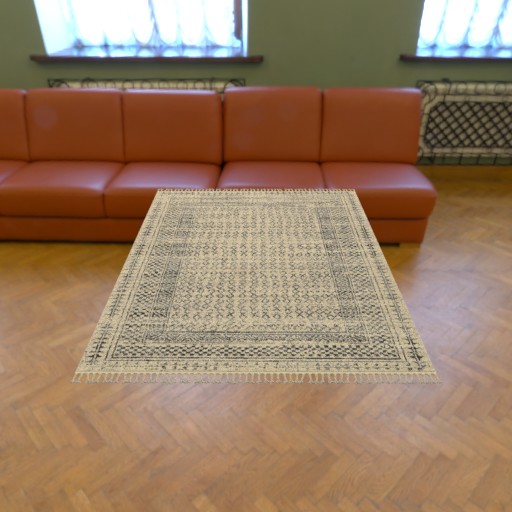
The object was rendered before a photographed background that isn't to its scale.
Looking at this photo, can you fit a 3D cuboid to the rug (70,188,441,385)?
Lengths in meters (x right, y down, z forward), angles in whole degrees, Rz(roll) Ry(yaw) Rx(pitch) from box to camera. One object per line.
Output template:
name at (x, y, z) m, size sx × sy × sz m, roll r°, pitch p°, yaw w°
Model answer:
rug at (0.000, 0.000, 3.961) m, size 2.312 × 0.013 × 2.940 m, roll 0°, pitch 33°, yaw 0°
